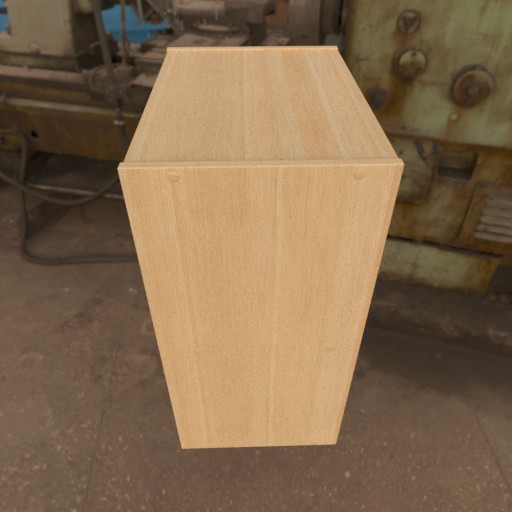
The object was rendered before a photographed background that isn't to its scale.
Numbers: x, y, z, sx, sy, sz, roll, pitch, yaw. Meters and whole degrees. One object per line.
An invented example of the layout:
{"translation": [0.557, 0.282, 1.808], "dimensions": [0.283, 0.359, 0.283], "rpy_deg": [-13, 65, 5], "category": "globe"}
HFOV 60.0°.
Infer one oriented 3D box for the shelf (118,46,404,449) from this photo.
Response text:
{"translation": [0.000, 0.000, 0.795], "dimensions": [0.290, 0.592, 0.414], "rpy_deg": [-1, 41, -1], "category": "shelf"}
